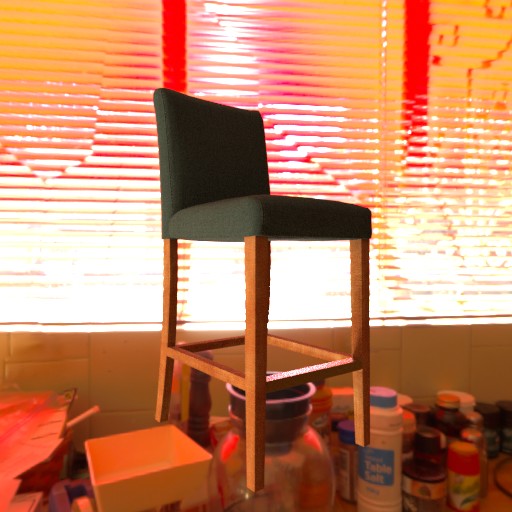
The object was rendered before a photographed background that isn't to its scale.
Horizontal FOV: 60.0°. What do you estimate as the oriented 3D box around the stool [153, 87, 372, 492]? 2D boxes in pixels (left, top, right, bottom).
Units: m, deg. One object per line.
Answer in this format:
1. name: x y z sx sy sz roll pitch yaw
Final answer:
1. stool: 0.000 0.000 1.365 0.454 1.088 0.574 0 1 -38
